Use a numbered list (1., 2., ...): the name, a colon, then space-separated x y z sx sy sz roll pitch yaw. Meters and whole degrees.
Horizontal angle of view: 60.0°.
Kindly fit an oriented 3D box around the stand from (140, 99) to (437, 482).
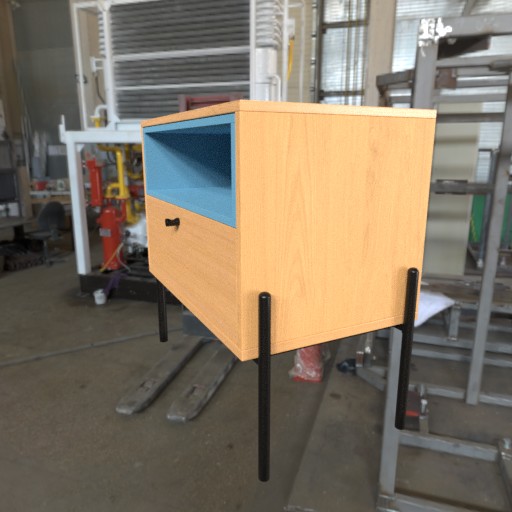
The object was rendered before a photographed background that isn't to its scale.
1. stand: 0.000 0.000 0.997 0.400 0.600 0.630 -7 15 -26
